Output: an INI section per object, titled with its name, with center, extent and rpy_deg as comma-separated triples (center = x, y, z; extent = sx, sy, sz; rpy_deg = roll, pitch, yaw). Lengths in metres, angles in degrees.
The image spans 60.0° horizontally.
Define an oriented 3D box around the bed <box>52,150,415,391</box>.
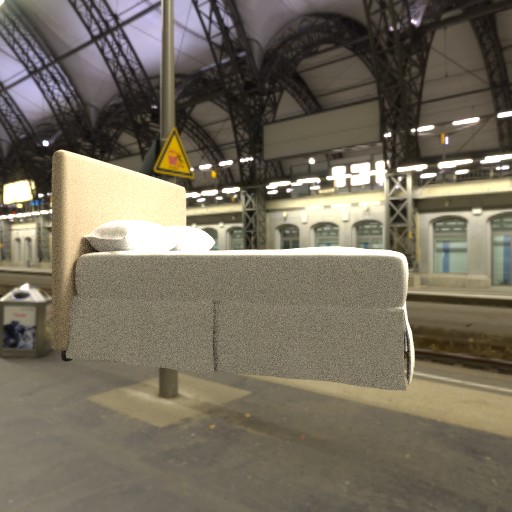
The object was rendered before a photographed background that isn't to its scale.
[bed]
center = 0.000, 0.000, 3.220
extent = 2.142, 1.330, 1.723
rpy_deg = 0, 0, 18
